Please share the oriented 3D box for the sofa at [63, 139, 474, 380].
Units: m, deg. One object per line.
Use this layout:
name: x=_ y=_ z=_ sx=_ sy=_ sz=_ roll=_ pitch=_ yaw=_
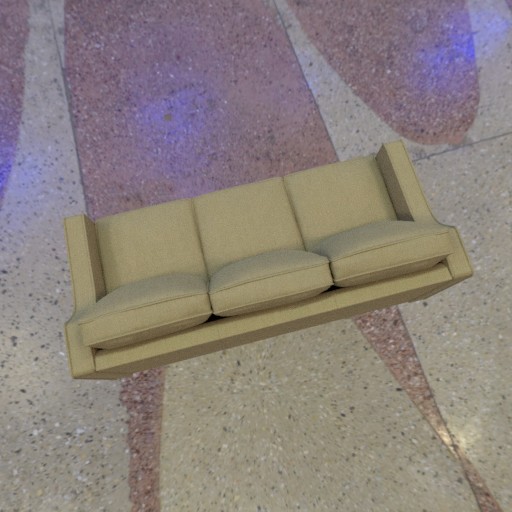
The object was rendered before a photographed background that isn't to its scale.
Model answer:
sofa: x=0.000 y=0.000 z=2.544 sx=1.986 sy=0.974 sz=0.911 roll=-14 pitch=74 yaw=-4
